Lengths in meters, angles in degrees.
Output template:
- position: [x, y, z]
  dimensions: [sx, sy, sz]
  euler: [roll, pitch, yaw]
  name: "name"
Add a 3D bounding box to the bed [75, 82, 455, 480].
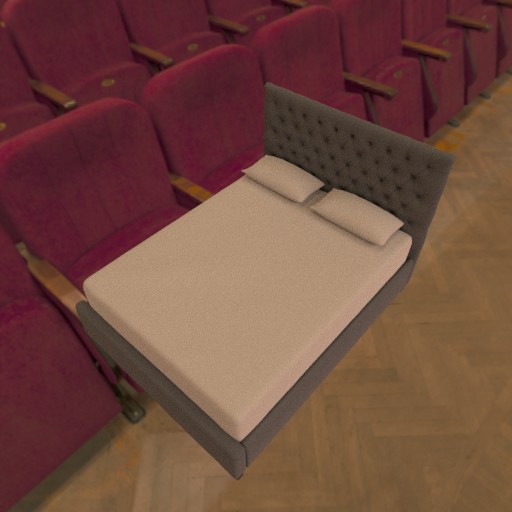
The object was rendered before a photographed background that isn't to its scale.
- position: [0.000, 0.000, 3.312]
  dimensions: [1.698, 1.427, 2.231]
  euler: [33, 54, 28]
  name: "bed"
